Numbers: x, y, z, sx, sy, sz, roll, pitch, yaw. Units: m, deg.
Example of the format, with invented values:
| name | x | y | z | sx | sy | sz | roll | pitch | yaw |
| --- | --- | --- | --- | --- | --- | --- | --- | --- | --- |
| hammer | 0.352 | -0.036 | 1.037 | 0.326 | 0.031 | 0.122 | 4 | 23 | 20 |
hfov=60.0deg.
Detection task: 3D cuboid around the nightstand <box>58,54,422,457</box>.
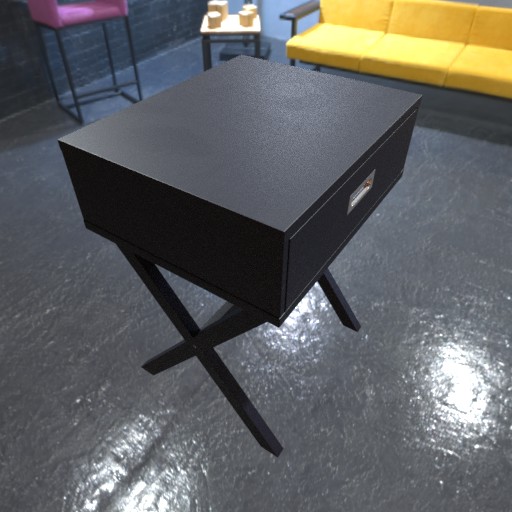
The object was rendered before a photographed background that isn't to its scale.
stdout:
| name | x | y | z | sx | sy | sz | roll | pitch | yaw |
| --- | --- | --- | --- | --- | --- | --- | --- | --- | --- |
| nightstand | 0.000 | 0.000 | 0.939 | 0.402 | 0.623 | 0.479 | 24 | 47 | 25 |
